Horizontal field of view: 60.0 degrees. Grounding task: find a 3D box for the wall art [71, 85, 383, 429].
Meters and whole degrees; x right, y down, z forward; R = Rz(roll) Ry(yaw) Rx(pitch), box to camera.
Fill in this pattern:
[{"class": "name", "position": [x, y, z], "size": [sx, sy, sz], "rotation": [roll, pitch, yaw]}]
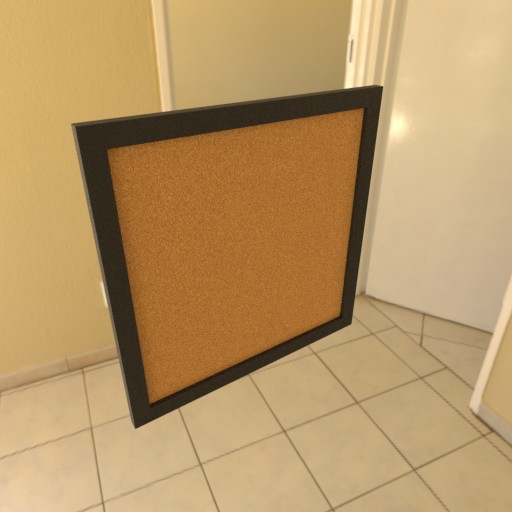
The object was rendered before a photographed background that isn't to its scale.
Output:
[{"class": "wall art", "position": [0.000, 0.000, 1.517], "size": [1.016, 1.016, 0.038], "rotation": [-18, 34, -29]}]
